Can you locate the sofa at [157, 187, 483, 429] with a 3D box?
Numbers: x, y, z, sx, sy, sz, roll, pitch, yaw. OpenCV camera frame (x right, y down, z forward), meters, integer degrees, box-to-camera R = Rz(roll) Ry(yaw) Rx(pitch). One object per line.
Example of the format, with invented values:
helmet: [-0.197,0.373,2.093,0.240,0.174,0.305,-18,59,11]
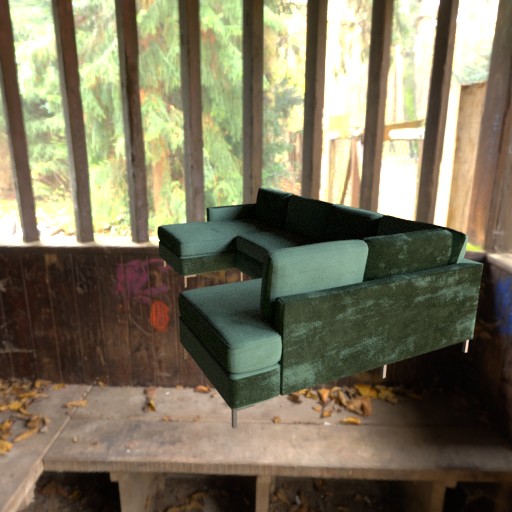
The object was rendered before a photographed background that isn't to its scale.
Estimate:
sofa: [0.000,0.000,4.324,2.055,0.992,3.434,-8,17,-26]
